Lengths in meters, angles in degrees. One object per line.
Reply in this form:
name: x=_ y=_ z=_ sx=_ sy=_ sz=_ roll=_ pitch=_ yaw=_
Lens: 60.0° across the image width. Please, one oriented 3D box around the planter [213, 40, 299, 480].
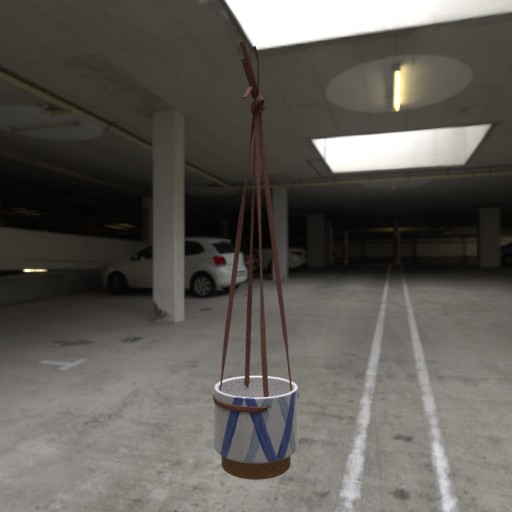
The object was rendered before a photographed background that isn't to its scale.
planter: x=0.000 y=0.000 z=0.813 sx=0.153 sy=0.753 sz=0.157 roll=0 pitch=-1 yaw=17
